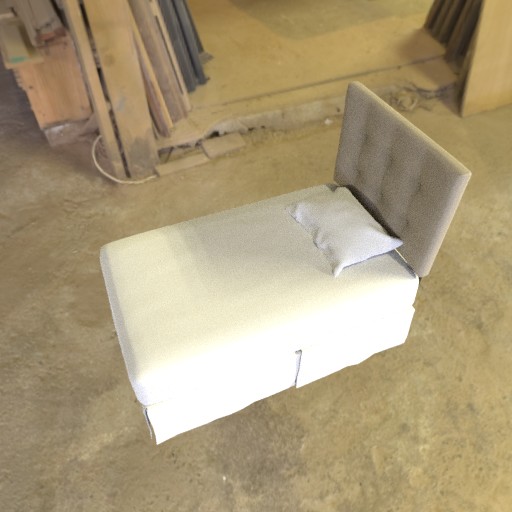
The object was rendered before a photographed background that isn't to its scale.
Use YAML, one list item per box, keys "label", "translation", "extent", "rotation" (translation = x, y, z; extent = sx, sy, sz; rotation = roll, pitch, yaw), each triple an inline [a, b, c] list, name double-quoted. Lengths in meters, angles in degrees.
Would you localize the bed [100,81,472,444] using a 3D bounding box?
- label: "bed"
  translation: [0.000, 0.000, 2.954]
  extent: [1.997, 1.571, 1.261]
  rotation: [-17, 49, -15]
